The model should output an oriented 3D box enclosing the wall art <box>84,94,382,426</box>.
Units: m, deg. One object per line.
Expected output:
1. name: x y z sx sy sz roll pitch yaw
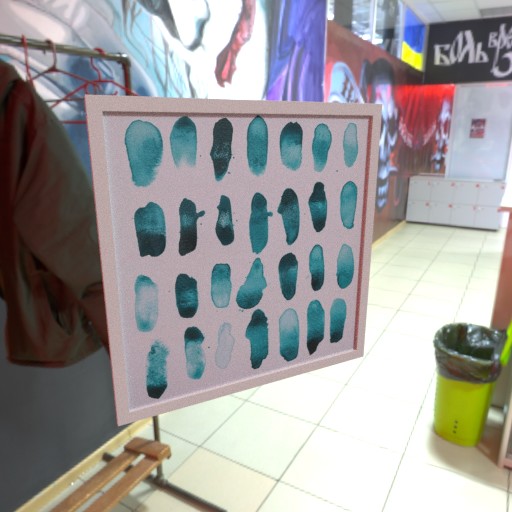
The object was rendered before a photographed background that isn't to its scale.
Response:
1. wall art: 0.000 0.000 0.688 0.456 0.457 0.009 -8 18 -26
